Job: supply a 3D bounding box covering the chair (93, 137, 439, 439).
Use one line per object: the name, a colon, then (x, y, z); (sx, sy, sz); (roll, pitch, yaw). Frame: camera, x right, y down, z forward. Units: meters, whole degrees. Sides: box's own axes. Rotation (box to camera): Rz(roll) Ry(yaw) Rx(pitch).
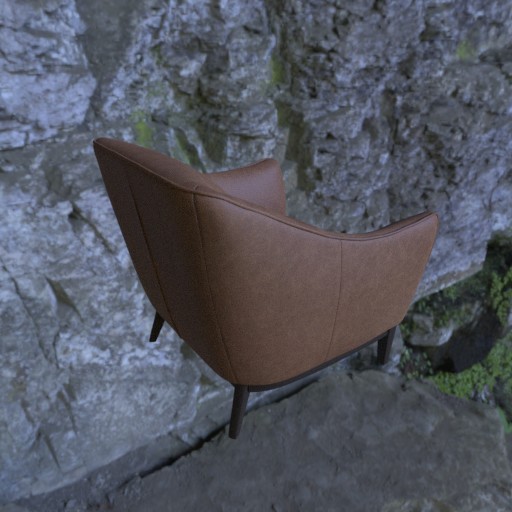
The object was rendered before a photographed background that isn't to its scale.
chair: (0.000, 0.000, 1.553); (0.852, 0.830, 0.871); (-18, 32, -32)
